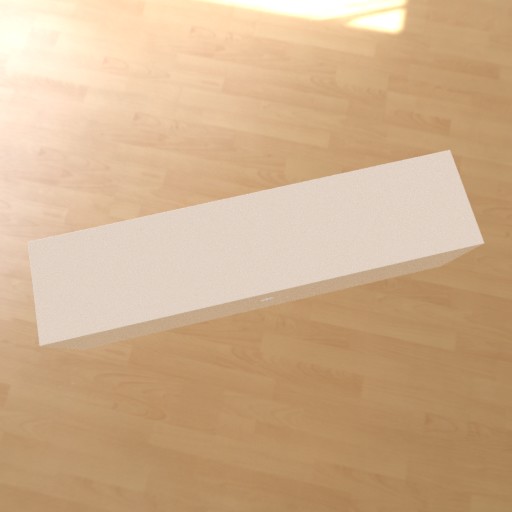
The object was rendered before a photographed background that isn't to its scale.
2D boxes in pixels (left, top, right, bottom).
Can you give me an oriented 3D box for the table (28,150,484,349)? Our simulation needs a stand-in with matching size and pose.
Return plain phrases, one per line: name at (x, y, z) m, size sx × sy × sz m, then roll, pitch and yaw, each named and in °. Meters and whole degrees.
table at (0.000, 0.000, 1.849) m, size 1.650 × 0.420 × 0.390 m, roll -13°, pitch 77°, yaw -3°
